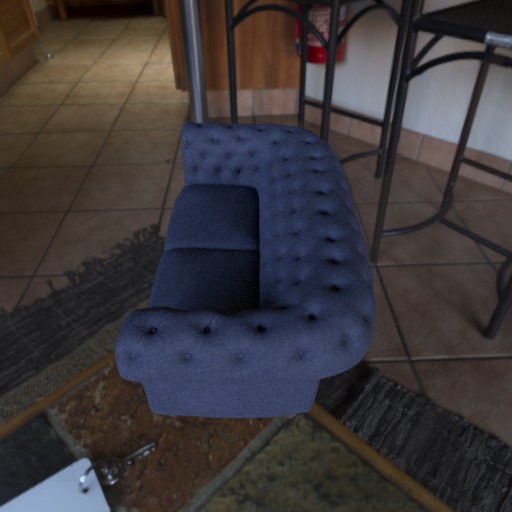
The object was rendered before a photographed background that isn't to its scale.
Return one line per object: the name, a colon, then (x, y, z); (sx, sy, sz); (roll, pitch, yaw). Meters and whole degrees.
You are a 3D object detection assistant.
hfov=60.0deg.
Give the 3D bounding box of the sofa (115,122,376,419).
sofa: (0.000, 0.000, 2.542); (1.082, 0.833, 1.988); (0, 41, 0)
